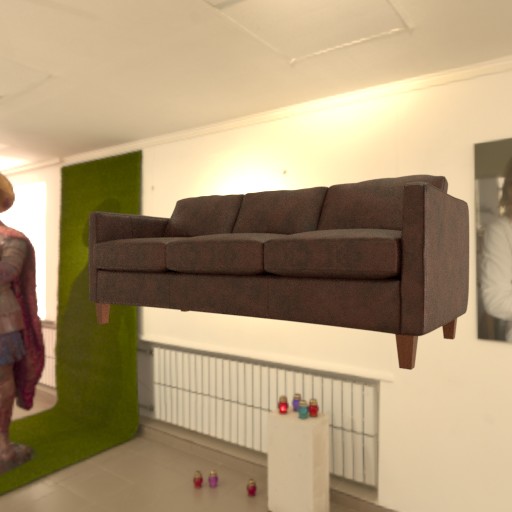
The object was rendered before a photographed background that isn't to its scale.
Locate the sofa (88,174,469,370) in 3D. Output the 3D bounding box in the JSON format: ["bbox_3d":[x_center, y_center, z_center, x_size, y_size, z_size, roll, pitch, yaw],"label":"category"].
[{"bbox_3d":[0.000,0.000,2.970,2.464,1.006,1.045,0,0,35],"label":"sofa"}]
